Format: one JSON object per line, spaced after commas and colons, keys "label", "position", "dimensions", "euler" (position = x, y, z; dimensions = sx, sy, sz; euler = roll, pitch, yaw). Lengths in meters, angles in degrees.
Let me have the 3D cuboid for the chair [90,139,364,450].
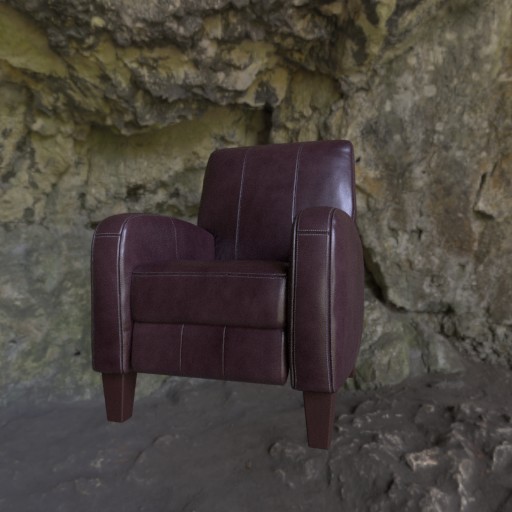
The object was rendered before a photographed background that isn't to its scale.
{"label": "chair", "position": [0.000, 0.000, 1.631], "dimensions": [0.762, 0.990, 0.990], "euler": [0, 0, 18]}
